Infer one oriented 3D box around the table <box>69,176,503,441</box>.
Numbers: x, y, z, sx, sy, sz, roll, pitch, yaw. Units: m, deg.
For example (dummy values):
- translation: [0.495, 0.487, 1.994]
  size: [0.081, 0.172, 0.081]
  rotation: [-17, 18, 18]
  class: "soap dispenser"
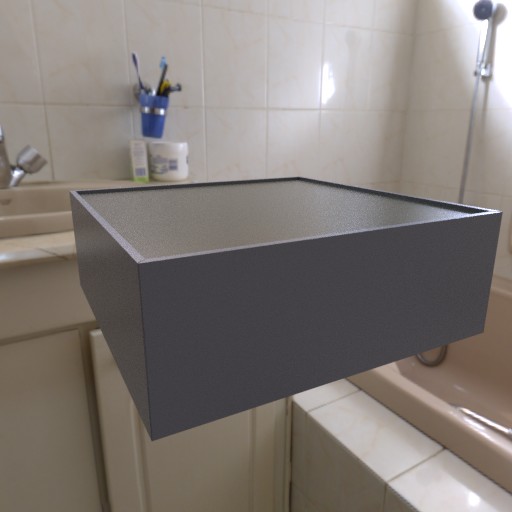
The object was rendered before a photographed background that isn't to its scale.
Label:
- translation: [0.000, 0.000, 1.172]
  size: [0.801, 0.299, 0.801]
  rotation: [-9, 19, -27]
  class: "table"
